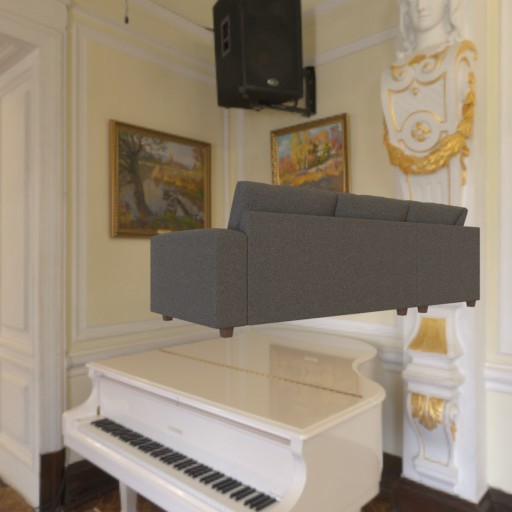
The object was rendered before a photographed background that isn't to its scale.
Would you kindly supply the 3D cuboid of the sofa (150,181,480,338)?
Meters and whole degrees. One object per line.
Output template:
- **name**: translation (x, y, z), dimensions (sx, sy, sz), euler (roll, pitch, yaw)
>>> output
- **sofa**: translation (0.000, 0.000, 4.703), dimensions (2.895, 0.965, 3.277), euler (0, 0, -35)
